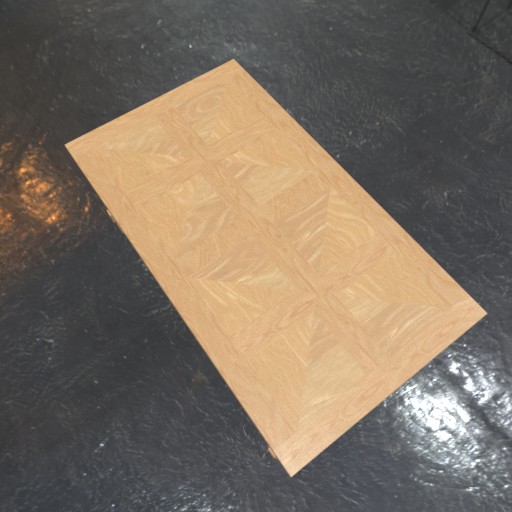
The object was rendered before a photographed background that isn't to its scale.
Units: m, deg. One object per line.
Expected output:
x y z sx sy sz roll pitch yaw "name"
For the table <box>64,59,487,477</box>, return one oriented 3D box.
0.000 0.000 1.625 0.711 0.507 1.270 -33 69 -15 "table"
